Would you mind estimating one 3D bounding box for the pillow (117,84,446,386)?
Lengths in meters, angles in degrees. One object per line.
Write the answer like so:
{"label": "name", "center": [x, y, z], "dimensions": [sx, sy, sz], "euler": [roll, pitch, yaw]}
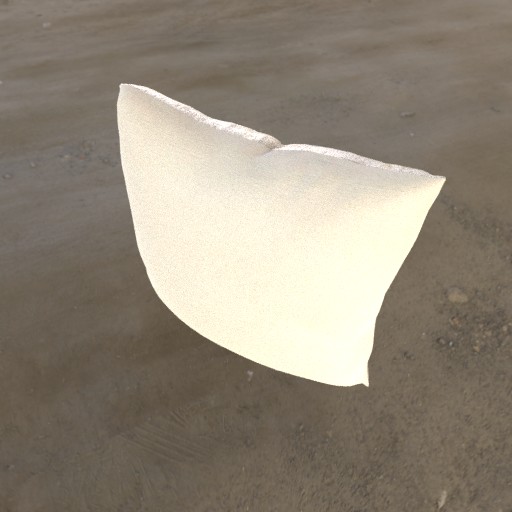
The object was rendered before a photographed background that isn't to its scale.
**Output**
{"label": "pillow", "center": [0.000, 0.000, 0.691], "dimensions": [0.450, 0.448, 0.245], "euler": [23, 51, 20]}
